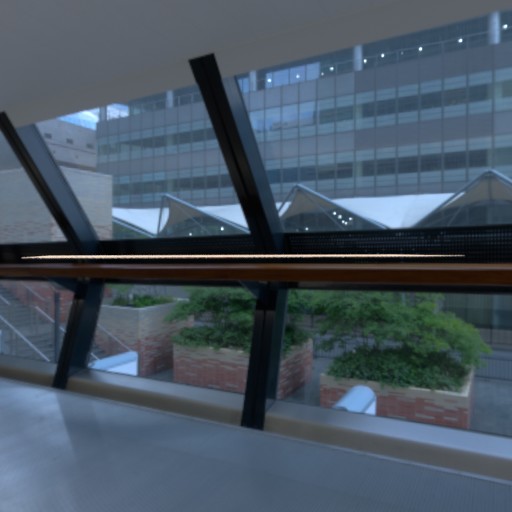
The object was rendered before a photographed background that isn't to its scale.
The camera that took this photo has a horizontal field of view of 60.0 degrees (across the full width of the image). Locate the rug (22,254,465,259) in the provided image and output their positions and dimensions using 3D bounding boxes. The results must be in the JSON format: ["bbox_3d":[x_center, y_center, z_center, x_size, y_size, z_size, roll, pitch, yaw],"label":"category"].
[{"bbox_3d":[0.000,0.000,2.716,2.443,0.009,0.771,0,1,-17],"label":"rug"}]
